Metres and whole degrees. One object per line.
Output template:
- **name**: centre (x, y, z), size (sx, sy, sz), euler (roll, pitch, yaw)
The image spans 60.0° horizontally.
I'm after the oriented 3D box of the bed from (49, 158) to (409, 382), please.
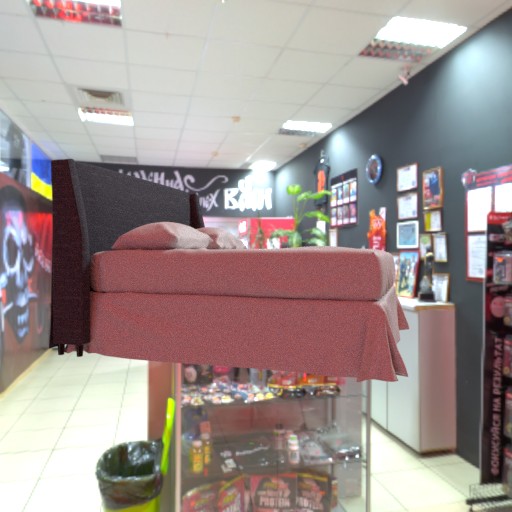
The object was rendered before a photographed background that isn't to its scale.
- **bed**: centre (0.000, 0.000, 3.478), size (2.276, 1.332, 1.925), euler (0, 0, 19)
